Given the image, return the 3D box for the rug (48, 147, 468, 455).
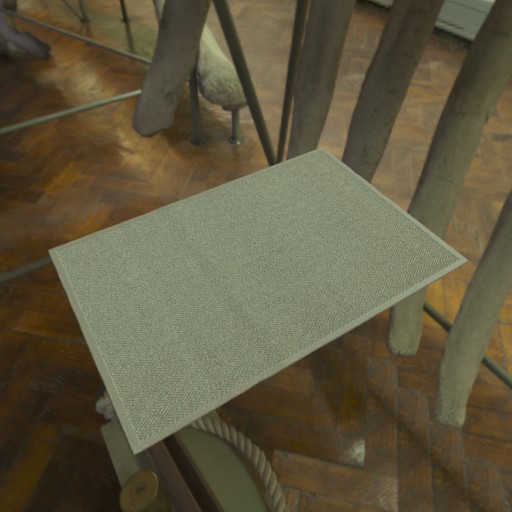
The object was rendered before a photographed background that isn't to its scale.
[{"bbox_3d":[0.000,0.000,2.898,2.290,0.021,1.540,-25,52,-21],"label":"rug"}]
